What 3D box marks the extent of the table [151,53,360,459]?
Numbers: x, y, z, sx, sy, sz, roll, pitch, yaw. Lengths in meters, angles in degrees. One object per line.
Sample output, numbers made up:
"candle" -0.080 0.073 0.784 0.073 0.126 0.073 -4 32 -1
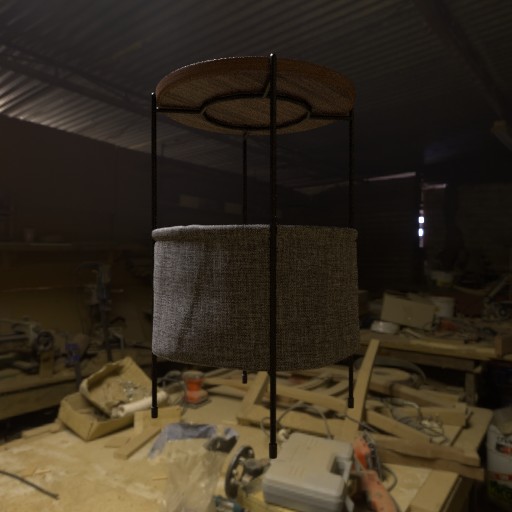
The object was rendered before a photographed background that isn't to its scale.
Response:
"table" 0.000 0.000 0.880 0.400 0.623 0.400 0 1 37
